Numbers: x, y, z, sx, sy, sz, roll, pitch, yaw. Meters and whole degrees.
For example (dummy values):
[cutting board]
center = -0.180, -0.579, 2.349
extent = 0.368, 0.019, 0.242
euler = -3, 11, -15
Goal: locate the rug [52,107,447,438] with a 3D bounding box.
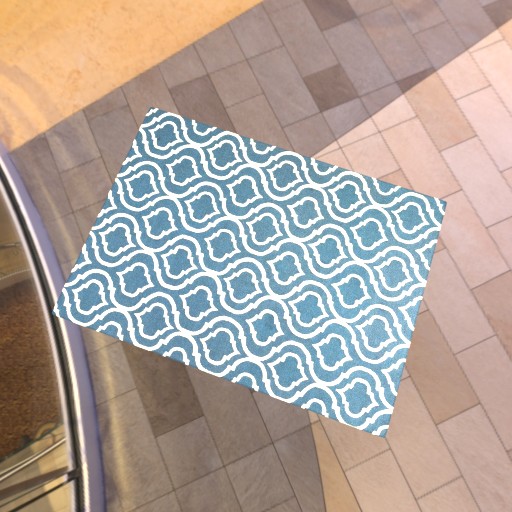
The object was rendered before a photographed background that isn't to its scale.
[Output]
[rug]
center = 0.000, 0.000, 4.457
extent = 3.353, 0.010, 2.438
euler = 19, 76, 5
